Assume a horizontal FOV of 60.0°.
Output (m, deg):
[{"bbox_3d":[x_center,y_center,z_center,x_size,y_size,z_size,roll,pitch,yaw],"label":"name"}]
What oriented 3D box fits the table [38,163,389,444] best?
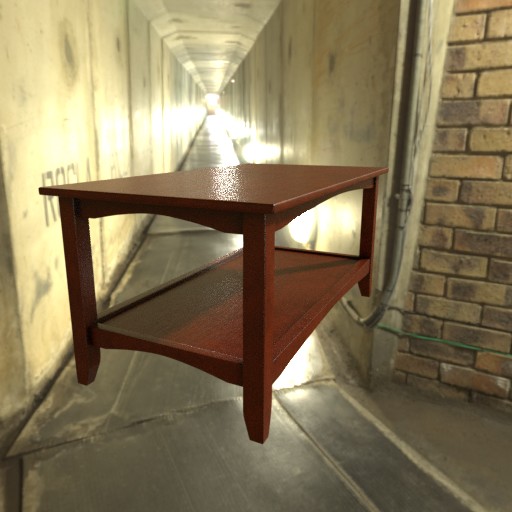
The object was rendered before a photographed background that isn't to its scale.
[{"bbox_3d":[0.000,0.000,1.262,0.533,0.456,0.943,7,17,26],"label":"table"}]
